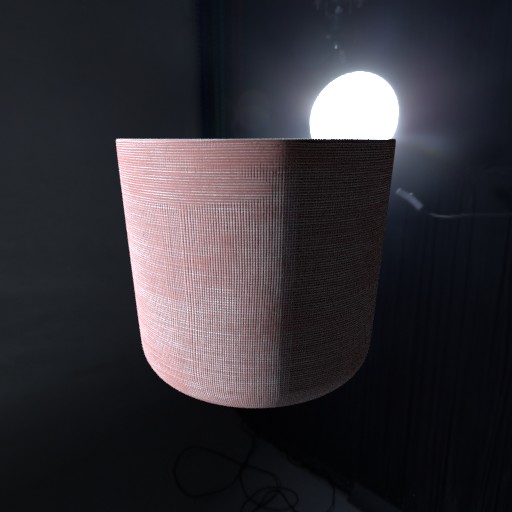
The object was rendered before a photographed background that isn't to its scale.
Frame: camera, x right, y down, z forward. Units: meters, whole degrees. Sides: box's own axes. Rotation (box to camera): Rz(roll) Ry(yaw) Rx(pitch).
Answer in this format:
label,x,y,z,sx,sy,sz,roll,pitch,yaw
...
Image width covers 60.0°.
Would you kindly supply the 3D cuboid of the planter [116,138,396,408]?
label,x,y,z,sx,sy,sz,roll,pitch,yaw
planter,0.000,0.000,0.778,0.440,0.398,0.440,0,15,0
